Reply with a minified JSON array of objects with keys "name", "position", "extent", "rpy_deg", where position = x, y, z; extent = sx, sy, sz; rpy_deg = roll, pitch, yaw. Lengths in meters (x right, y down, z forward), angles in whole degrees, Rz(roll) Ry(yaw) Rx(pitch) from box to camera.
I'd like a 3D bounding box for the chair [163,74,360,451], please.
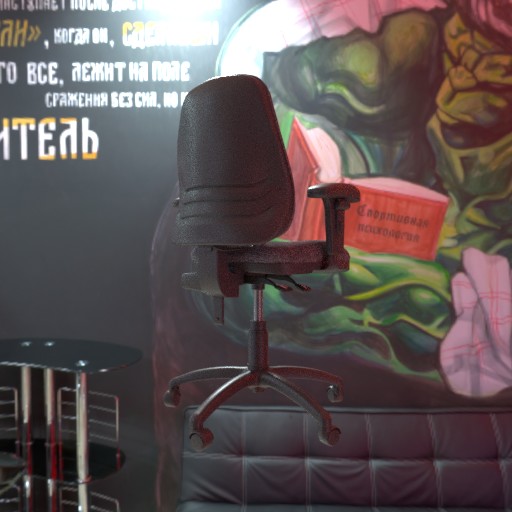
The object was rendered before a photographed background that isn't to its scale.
[{"name":"chair","position":[0.000,0.000,1.255],"extent":[0.550,0.910,0.530],"rpy_deg":[1,1,34]}]
